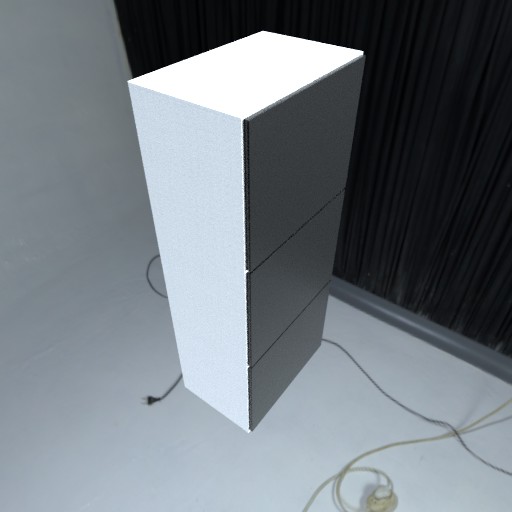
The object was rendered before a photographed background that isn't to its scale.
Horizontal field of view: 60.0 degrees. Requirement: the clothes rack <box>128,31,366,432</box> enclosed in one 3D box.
[{"bbox_3d":[0.000,0.000,1.434,0.330,1.187,0.500,26,47,27],"label":"clothes rack"}]
